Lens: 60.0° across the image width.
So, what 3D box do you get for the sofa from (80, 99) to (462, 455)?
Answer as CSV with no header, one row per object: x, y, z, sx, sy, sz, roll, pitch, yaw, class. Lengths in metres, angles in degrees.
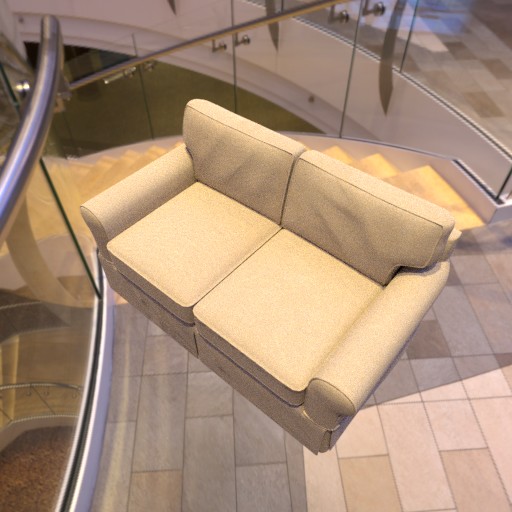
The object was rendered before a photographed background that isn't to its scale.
0.000,0.000,2.343,1.727,0.940,0.991,32,55,26,sofa
